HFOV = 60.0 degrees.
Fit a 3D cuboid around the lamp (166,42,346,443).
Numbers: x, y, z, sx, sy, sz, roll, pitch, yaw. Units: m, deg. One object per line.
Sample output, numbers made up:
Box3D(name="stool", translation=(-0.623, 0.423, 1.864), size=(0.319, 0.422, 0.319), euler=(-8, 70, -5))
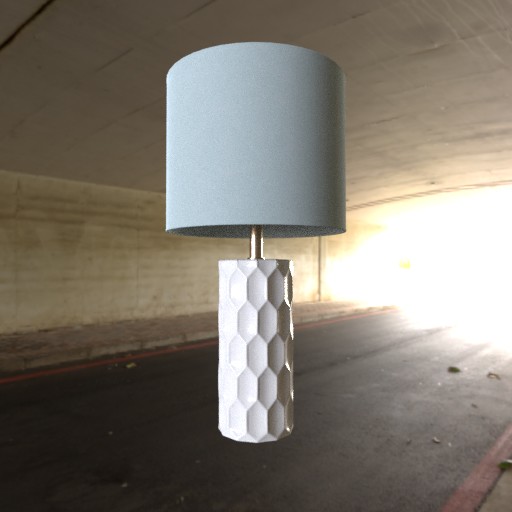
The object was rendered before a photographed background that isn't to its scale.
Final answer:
Box3D(name="lamp", translation=(0.000, 0.000, 0.691), size=(0.277, 0.534, 0.277), euler=(0, -1, -17))
